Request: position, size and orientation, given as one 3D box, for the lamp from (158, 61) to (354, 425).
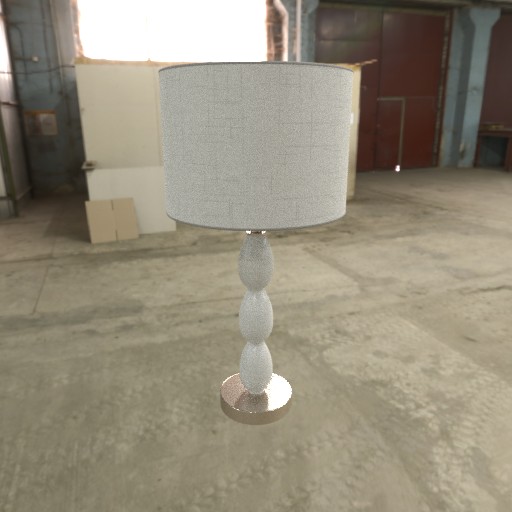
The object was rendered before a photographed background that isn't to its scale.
[{"bbox_3d":[0.000,0.000,0.729,0.280,0.559,0.282,3,17,9],"label":"lamp"}]
